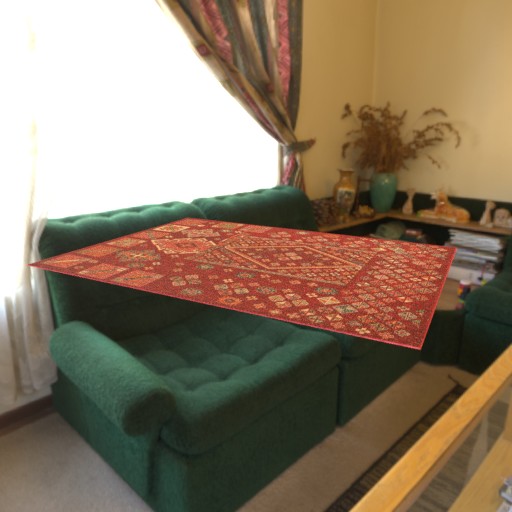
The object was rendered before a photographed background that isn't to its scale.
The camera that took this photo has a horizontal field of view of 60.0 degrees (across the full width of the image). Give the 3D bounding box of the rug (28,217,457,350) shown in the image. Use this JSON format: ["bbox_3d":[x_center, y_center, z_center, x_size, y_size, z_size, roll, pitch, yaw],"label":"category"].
[{"bbox_3d":[0.000,0.000,4.183,3.306,0.011,2.389,8,18,27],"label":"rug"}]
